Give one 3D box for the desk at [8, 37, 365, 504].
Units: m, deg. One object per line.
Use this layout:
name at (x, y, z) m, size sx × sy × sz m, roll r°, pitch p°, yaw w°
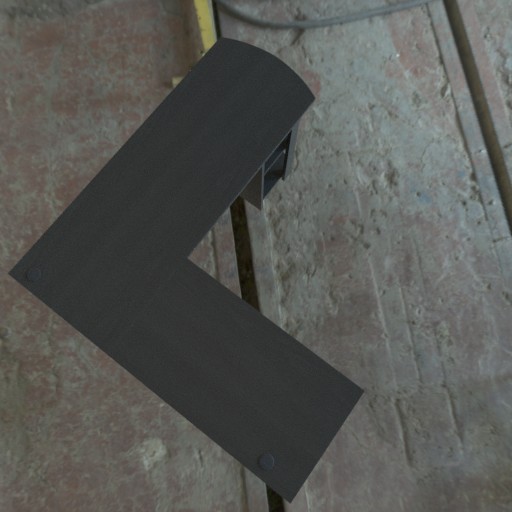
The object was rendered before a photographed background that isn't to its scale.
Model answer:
desk at (0.000, 0.000, 2.040) m, size 1.303 × 0.716 × 1.361 m, roll 36°, pitch 79°, yaw 8°
